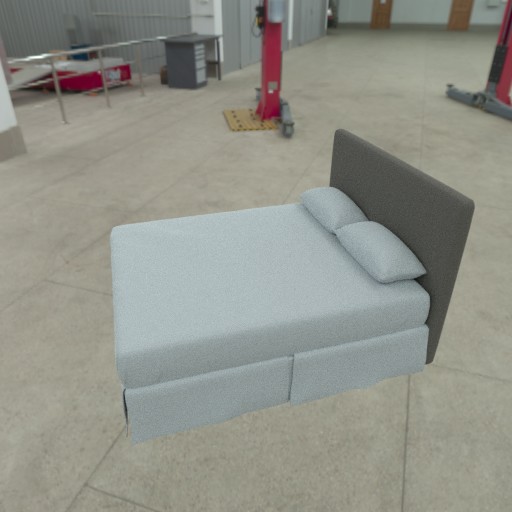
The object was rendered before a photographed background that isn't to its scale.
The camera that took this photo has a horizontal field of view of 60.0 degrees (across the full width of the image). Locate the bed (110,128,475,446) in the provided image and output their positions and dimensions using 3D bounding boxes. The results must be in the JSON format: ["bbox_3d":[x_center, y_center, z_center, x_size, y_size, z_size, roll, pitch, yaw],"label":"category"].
[{"bbox_3d":[0.000,0.000,3.263,2.142,1.330,1.748,-9,32,-14],"label":"bed"}]
